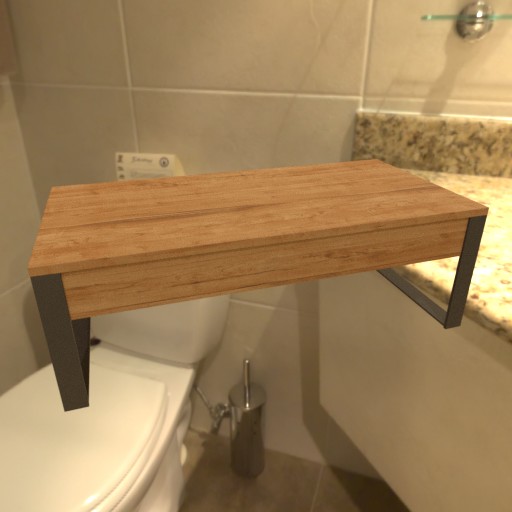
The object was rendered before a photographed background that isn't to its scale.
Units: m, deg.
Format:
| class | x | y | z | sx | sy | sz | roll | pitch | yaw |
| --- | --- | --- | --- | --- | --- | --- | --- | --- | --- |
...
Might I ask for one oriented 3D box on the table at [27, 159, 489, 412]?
| class | x | y | z | sx | sy | sz | roll | pitch | yaw |
| --- | --- | --- | --- | --- | --- | --- | --- | --- | --- |
| table | 0.000 | 0.000 | 1.414 | 1.180 | 0.400 | 0.590 | -8 | 27 | -16 |
